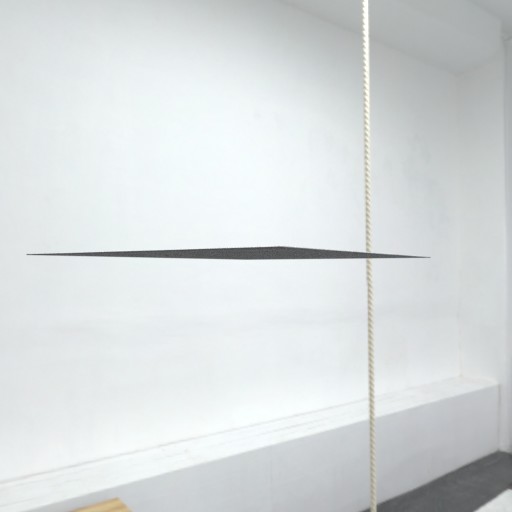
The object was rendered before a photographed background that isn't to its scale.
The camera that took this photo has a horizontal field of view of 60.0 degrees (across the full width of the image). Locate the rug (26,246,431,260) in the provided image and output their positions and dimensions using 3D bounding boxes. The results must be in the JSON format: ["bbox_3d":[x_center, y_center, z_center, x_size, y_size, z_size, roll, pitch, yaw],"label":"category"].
[{"bbox_3d":[0.000,0.000,4.135,2.438,0.012,3.048,-1,-2,35],"label":"rug"}]
